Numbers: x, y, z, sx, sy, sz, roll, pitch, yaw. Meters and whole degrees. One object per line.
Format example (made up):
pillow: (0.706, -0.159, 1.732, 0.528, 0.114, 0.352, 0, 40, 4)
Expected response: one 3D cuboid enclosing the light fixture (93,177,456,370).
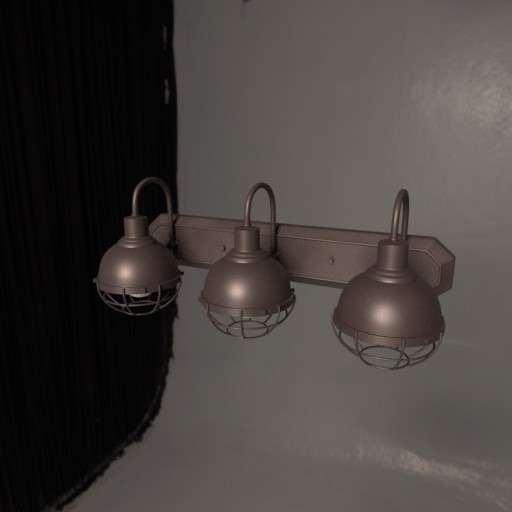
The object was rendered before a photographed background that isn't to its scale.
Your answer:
light fixture: (0.000, 0.000, 0.781, 0.634, 0.254, 0.229, 7, 16, 25)
